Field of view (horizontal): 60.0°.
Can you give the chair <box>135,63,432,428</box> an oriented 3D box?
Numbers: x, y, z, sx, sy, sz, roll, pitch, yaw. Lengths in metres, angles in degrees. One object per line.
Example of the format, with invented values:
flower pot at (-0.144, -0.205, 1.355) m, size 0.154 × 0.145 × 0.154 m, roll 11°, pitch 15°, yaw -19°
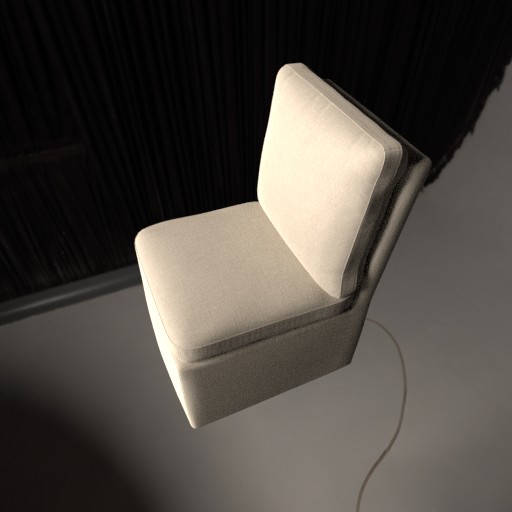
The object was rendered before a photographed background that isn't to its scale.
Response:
chair at (0.000, 0.000, 1.352) m, size 0.698 × 0.927 × 0.503 m, roll -18°, pitch 48°, yaw -16°
